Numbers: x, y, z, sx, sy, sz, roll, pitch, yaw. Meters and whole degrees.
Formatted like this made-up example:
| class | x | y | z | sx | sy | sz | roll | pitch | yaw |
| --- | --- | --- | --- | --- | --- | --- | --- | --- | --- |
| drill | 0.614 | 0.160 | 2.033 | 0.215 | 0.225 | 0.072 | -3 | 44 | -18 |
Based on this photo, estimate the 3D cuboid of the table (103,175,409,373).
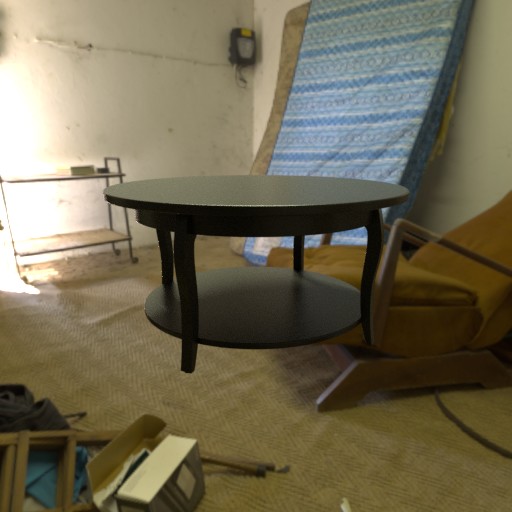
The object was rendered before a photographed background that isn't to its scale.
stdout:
| class | x | y | z | sx | sy | sz | roll | pitch | yaw |
| --- | --- | --- | --- | --- | --- | --- | --- | --- | --- |
| table | 0.000 | 0.000 | 1.450 | 0.914 | 0.457 | 0.914 | 0 | 14 | 0 |
